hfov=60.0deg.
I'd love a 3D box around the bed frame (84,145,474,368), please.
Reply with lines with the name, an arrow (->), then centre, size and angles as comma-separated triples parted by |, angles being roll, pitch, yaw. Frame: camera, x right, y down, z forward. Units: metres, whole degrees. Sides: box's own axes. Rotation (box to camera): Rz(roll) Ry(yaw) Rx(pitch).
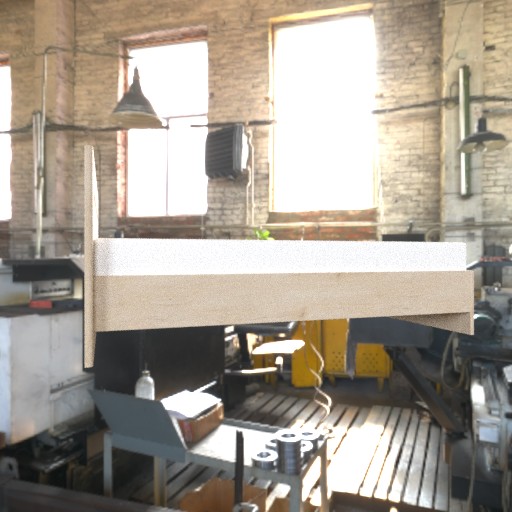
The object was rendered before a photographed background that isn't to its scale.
bed frame -> 0.000, 0.000, 2.976 | 2.080, 0.900, 1.800 | 0, 0, -19
